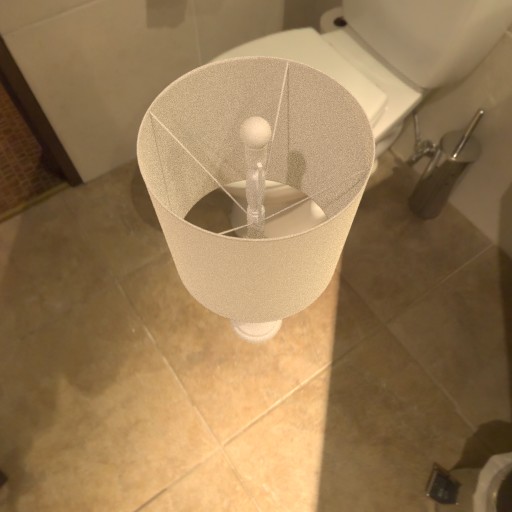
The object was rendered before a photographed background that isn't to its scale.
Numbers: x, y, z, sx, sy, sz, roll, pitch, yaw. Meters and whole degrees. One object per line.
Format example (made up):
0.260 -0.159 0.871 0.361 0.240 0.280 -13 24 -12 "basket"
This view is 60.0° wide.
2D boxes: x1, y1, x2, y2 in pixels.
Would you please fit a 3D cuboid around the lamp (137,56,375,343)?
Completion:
0.000 0.000 0.714 0.250 0.597 0.250 16 64 8 "lamp"
